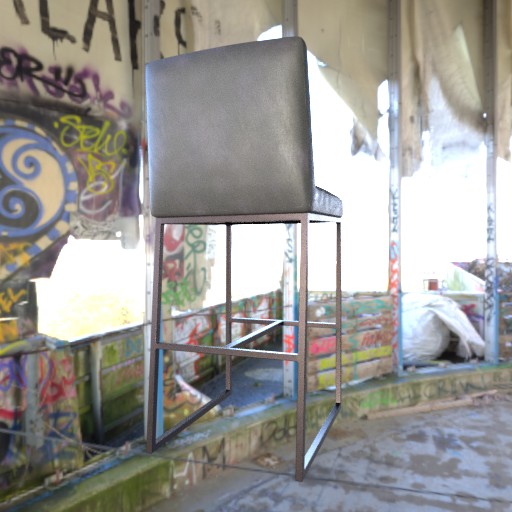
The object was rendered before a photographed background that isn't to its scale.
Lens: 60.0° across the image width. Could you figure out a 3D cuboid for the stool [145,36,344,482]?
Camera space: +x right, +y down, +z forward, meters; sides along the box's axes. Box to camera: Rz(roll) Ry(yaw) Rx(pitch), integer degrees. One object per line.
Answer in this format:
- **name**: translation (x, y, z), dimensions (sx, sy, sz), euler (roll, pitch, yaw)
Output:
- **stool**: translation (0.000, 0.000, 1.373), dimensions (0.463, 1.065, 0.562), euler (0, 1, 21)
